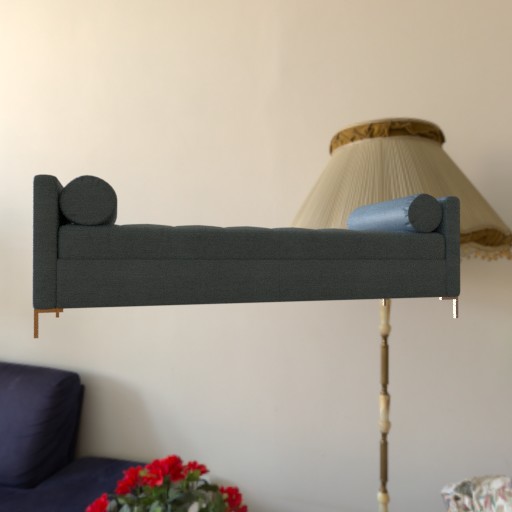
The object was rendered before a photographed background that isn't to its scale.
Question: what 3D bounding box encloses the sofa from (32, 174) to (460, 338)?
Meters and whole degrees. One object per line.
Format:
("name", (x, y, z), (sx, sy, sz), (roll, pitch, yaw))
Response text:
("sofa", (0.000, 0.000, 2.286), (1.981, 0.635, 0.686), (0, -1, -17))
